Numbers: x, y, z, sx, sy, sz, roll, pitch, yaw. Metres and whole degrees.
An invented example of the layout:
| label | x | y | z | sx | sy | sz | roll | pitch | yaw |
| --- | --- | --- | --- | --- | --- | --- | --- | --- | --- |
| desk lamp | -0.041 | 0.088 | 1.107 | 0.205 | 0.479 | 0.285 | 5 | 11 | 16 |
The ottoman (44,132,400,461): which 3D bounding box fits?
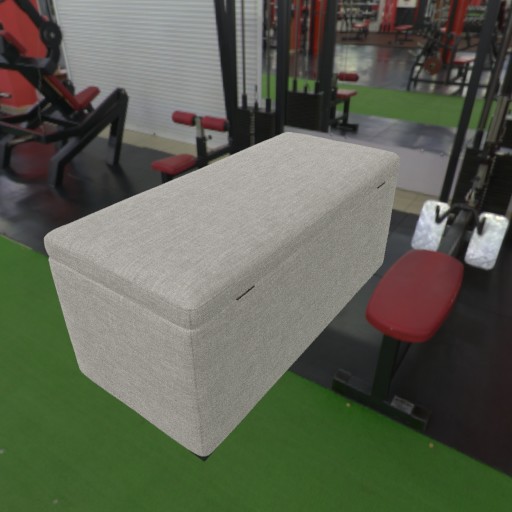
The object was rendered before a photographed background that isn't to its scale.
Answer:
| label | x | y | z | sx | sy | sz | roll | pitch | yaw |
| --- | --- | --- | --- | --- | --- | --- | --- | --- | --- |
| ottoman | 0.000 | 0.000 | 1.161 | 0.419 | 0.432 | 0.902 | 21 | 37 | 30 |
